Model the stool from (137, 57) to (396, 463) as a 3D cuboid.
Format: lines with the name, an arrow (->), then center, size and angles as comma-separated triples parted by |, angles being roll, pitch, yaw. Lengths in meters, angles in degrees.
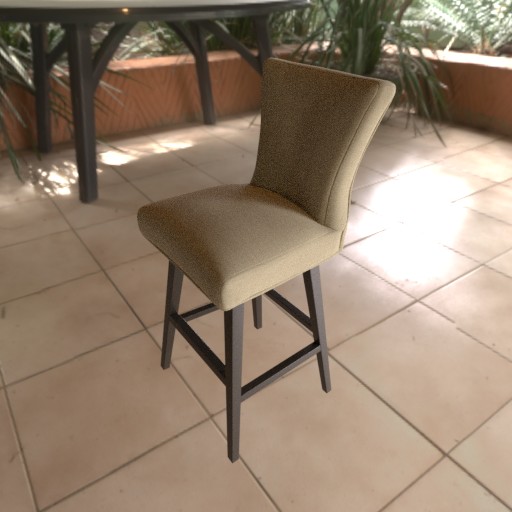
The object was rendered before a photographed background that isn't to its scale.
stool -> 0.000, 0.000, 1.423 | 0.574, 1.086, 0.514 | -21, 38, -30
